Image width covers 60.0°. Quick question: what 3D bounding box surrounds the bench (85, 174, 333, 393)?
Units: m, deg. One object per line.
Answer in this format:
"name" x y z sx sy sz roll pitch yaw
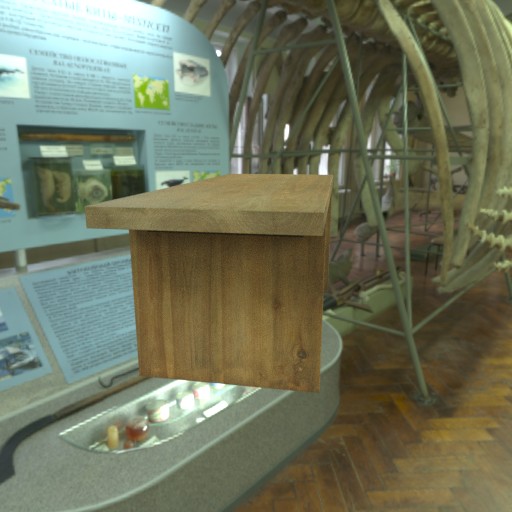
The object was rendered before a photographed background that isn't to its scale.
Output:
"bench" 0.000 0.000 1.436 0.458 0.458 1.183 2 14 10
